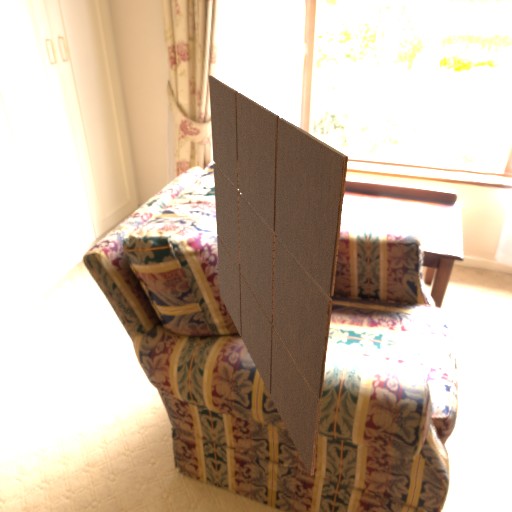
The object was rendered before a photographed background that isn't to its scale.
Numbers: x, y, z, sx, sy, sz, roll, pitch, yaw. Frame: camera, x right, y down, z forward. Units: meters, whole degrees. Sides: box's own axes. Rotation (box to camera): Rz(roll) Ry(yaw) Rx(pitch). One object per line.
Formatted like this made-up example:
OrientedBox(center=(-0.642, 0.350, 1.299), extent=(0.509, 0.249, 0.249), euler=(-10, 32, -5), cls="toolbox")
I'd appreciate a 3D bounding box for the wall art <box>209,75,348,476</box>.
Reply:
OrientedBox(center=(0.000, 0.000, 1.819), extent=(0.013, 1.213, 1.215), euler=(-11, 32, -17), cls="wall art")
